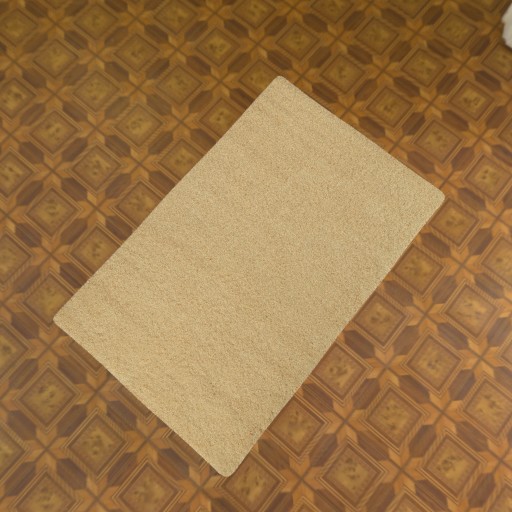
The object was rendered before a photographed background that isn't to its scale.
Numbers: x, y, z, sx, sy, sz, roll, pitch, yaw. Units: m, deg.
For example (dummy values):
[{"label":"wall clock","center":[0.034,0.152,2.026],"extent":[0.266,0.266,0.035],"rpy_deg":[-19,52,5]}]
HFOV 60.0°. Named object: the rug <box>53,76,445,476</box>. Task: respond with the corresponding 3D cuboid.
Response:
[{"label":"rug","center":[0.000,0.000,2.978],"extent":[1.500,0.026,2.349],"rpy_deg":[39,80,8]}]
